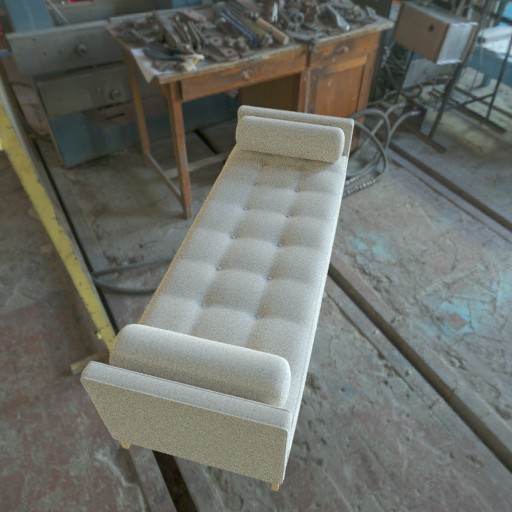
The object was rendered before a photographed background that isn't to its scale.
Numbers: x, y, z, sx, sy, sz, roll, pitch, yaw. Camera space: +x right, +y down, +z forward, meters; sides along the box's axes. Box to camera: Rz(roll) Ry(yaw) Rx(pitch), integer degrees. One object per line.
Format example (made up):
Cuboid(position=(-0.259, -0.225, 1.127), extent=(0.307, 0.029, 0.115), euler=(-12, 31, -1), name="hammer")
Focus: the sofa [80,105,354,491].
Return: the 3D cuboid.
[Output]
Cuboid(position=(0.000, 0.000, 2.297), extent=(0.746, 0.641, 1.985), euler=(11, 47, 10), name="sofa")
